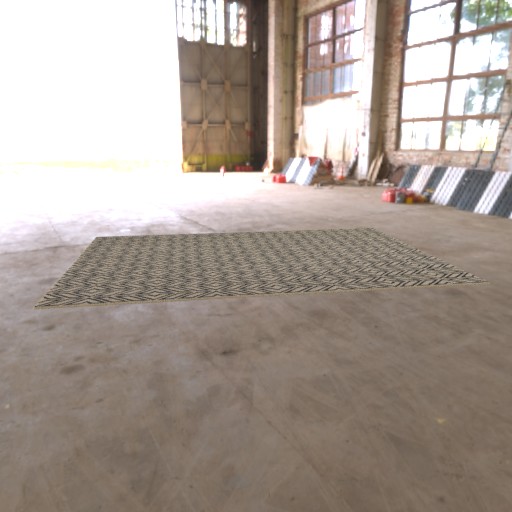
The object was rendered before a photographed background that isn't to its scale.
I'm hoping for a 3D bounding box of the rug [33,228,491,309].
[{"bbox_3d":[0.000,0.000,2.322,1.828,0.007,1.220,-2,15,-9],"label":"rug"}]
